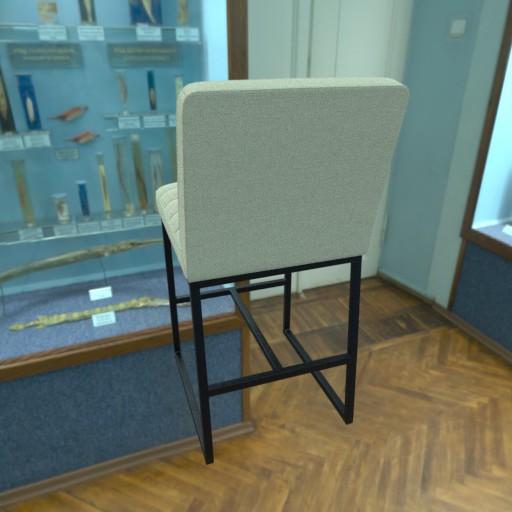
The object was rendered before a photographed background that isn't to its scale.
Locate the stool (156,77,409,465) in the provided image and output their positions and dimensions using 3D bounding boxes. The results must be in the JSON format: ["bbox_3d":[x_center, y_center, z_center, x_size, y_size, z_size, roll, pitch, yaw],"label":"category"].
[{"bbox_3d":[0.000,0.000,1.225,0.460,0.940,0.560,-8,26,-17],"label":"stool"}]
